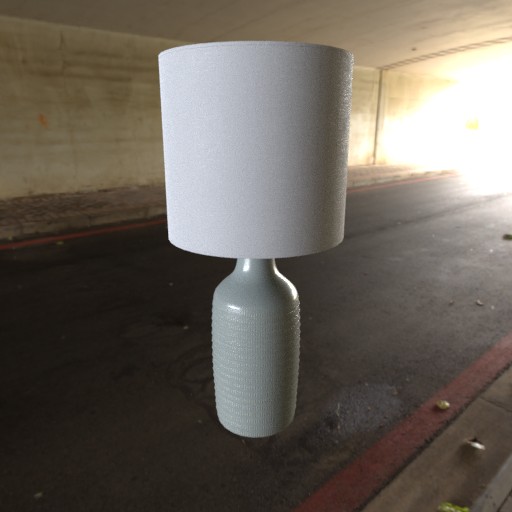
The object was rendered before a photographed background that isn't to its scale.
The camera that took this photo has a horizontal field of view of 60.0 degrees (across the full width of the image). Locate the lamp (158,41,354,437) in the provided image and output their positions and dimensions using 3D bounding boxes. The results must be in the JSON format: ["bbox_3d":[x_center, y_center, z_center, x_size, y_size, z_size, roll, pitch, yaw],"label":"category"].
[{"bbox_3d":[0.000,0.000,0.578,0.220,0.475,0.220,-3,16,-10],"label":"lamp"}]
